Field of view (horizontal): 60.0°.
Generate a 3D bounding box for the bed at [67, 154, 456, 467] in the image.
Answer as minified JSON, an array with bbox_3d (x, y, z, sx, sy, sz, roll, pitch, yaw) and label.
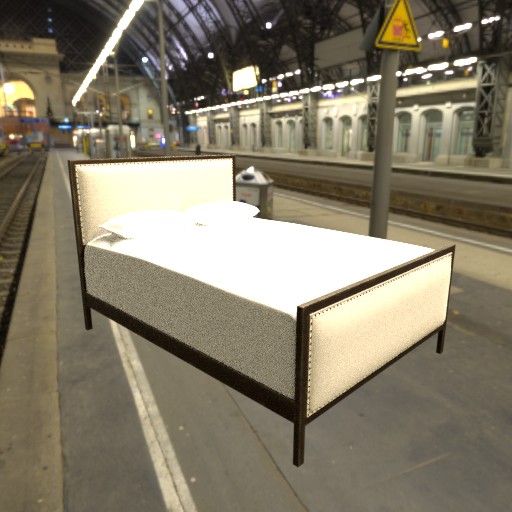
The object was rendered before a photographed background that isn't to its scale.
[{"bbox_3d":[0.000,0.000,3.145,2.221,1.313,1.607,14,20,43],"label":"bed"}]
